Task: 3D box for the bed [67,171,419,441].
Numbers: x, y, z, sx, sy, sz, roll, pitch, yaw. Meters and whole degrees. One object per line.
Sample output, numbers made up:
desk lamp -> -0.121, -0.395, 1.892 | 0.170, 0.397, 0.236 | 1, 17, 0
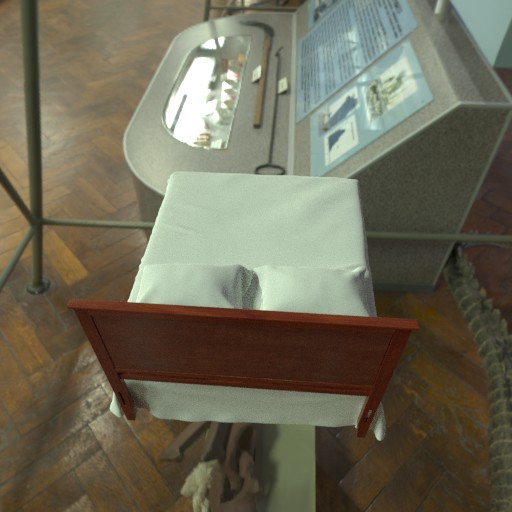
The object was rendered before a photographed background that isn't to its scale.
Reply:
bed -> 0.000, 0.000, 3.220 | 1.870, 1.270, 2.050 | 3, 46, 3
